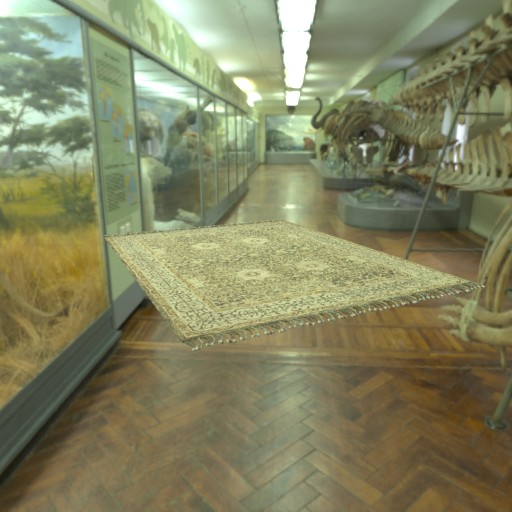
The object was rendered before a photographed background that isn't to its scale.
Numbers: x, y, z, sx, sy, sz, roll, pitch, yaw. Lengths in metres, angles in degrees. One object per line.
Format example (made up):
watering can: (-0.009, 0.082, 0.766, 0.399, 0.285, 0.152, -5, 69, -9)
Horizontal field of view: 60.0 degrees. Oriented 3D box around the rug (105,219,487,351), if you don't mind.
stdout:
rug: (0.000, 0.000, 4.353, 2.431, 0.017, 3.291, -7, 17, -25)
